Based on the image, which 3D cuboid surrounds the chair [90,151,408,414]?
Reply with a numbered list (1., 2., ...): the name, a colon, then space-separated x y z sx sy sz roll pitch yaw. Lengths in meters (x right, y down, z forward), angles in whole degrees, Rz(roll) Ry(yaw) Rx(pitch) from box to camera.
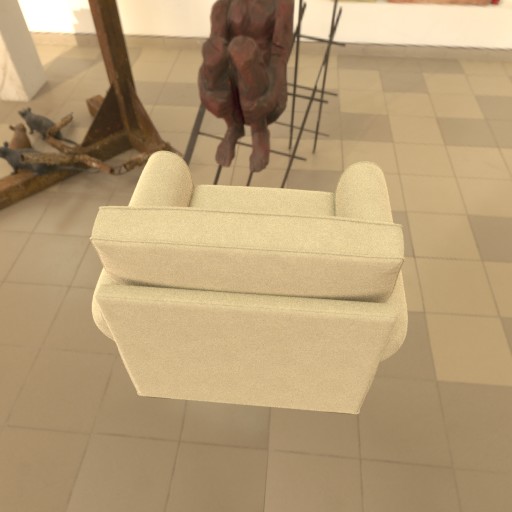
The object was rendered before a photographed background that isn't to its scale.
1. chair: 0.000 0.000 1.737 1.040 0.955 0.863 4 49 3
